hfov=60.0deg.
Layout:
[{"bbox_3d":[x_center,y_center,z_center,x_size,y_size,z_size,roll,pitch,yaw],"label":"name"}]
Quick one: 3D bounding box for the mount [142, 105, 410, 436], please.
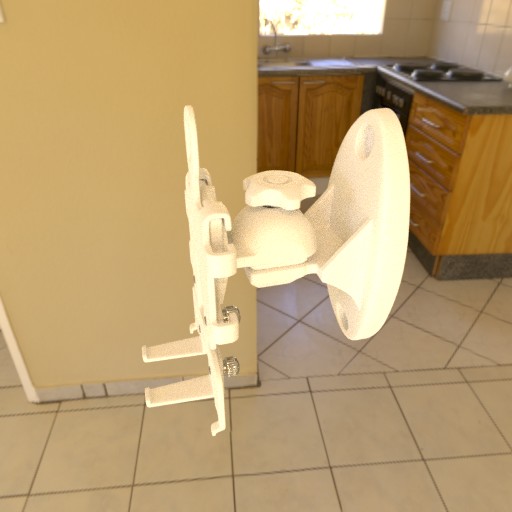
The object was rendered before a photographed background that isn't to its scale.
[{"bbox_3d":[0.000,0.000,0.176,0.100,0.118,0.066,-8,32,-13],"label":"mount"}]
